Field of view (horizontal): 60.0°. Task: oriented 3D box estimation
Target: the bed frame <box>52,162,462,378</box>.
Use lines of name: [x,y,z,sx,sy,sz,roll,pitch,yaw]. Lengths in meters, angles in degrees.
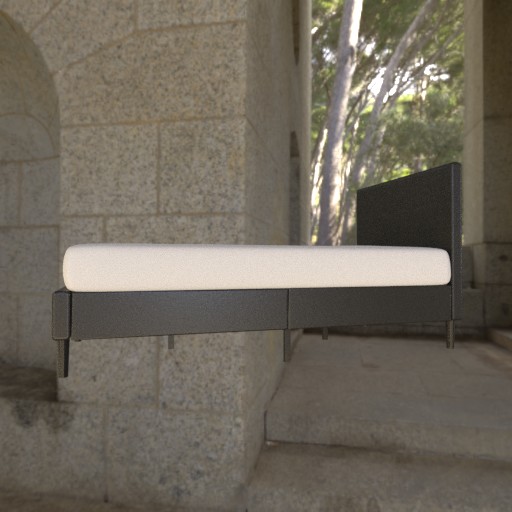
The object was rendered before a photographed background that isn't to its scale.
bed frame: [0.000,0.000,2.495,2.152,1.046,1.038,0,-1,-18]
